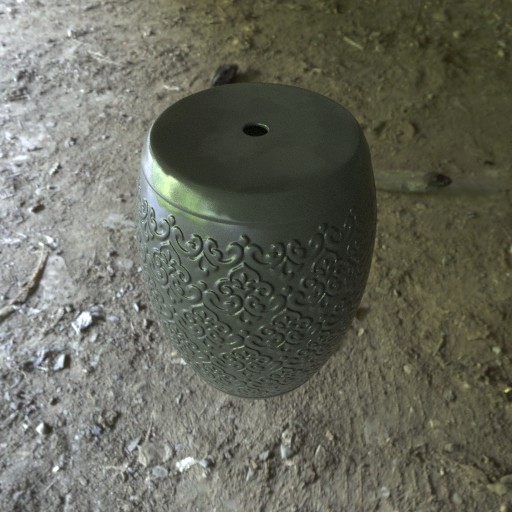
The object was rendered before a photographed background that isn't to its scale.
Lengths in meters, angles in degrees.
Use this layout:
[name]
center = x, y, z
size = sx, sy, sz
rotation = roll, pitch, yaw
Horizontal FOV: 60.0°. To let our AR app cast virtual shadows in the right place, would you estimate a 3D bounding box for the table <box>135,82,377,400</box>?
[table]
center = 0.000, 0.000, 0.619
size = 0.309, 0.397, 0.309
rotation = 0, 46, 0
